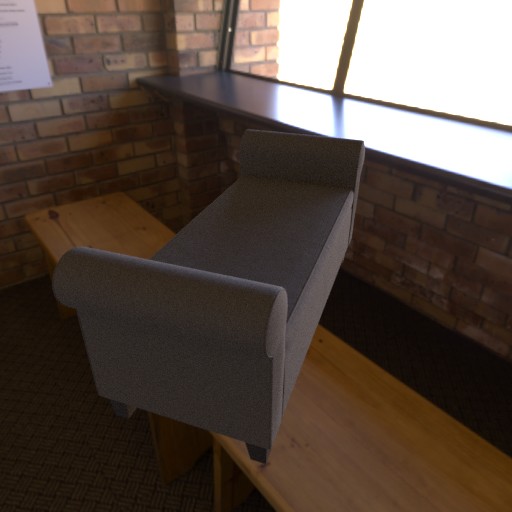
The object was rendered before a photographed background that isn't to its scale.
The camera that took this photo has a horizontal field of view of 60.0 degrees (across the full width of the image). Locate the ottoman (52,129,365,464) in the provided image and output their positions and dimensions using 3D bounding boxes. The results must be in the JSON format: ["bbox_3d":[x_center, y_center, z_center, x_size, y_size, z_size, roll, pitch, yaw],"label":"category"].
[{"bbox_3d":[0.000,0.000,1.520,0.521,0.547,1.256,10,32,17],"label":"ottoman"}]
